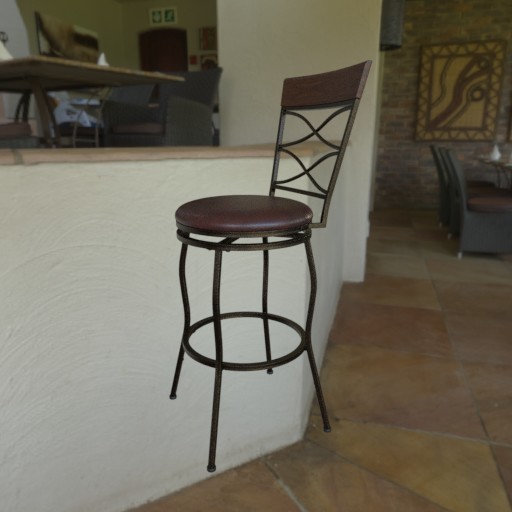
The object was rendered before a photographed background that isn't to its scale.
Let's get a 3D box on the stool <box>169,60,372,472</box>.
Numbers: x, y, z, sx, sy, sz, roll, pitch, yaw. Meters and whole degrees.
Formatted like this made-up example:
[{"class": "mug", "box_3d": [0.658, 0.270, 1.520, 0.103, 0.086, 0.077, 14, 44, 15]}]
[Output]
[{"class": "stool", "box_3d": [0.000, 0.000, 1.419, 0.513, 1.130, 0.448, -7, 17, -25]}]
